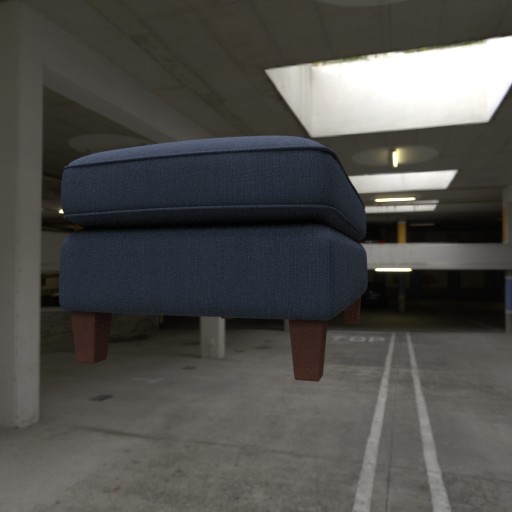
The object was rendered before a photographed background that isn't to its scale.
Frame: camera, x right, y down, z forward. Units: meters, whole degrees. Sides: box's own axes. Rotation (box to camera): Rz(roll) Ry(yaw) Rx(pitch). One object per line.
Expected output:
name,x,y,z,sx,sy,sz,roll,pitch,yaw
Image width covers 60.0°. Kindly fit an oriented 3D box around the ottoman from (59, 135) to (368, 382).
ottoman,0.000,0.000,1.196,0.570,0.438,0.885,0,-1,18
